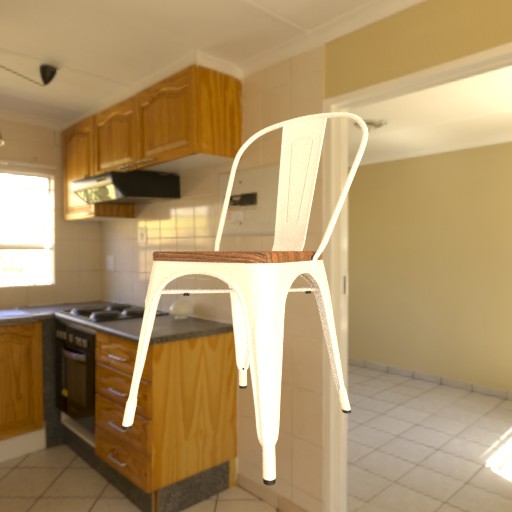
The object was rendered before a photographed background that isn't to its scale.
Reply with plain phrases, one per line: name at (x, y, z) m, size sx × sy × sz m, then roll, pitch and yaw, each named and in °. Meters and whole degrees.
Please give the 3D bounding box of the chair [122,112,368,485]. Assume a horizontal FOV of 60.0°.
chair at (0.000, 0.000, 1.164) m, size 0.452 × 0.851 × 0.521 m, roll 1°, pitch 1°, yaw 36°
